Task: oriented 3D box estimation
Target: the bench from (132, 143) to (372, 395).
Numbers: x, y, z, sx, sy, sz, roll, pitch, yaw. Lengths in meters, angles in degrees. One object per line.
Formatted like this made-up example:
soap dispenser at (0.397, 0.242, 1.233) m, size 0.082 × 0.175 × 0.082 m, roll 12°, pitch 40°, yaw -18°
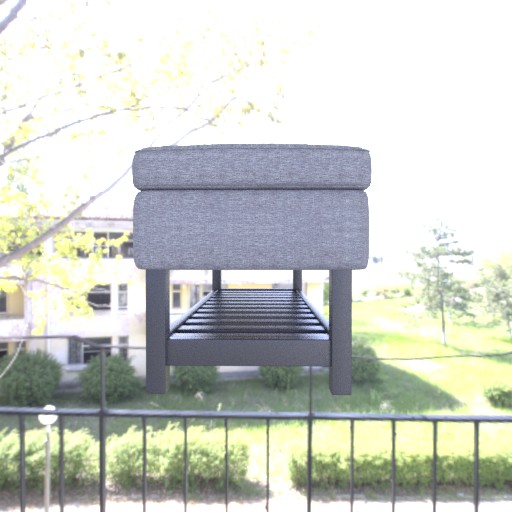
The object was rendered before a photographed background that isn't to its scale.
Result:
bench at (0.000, 0.000, 1.294) m, size 0.429 × 0.470 × 1.100 m, roll 0°, pitch 1°, yaw 1°
